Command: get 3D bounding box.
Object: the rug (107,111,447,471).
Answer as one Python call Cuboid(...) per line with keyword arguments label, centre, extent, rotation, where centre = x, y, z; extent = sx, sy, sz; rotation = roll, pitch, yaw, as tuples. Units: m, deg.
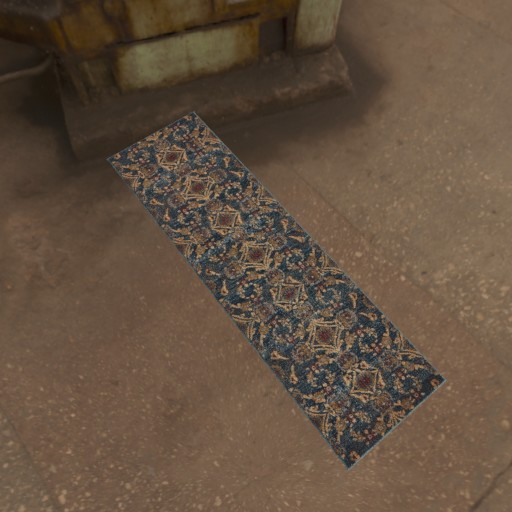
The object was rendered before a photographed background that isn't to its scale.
Cuboid(label="rug", centre=(0.000, 0.000, 2.558), extent=(0.685, 0.014, 2.292), rotation=(-34, 68, -16))
